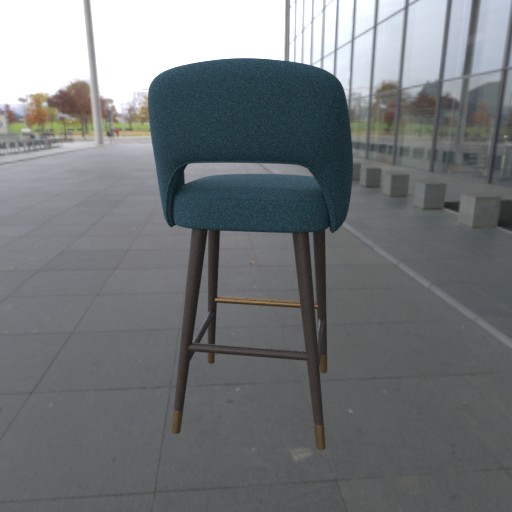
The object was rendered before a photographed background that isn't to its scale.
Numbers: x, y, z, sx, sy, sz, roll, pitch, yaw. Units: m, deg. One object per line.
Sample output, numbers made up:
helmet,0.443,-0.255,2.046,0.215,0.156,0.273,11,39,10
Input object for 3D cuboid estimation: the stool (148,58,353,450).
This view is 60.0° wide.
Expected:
stool,0.000,0.000,1.332,0.536,1.032,0.522,3,16,9
